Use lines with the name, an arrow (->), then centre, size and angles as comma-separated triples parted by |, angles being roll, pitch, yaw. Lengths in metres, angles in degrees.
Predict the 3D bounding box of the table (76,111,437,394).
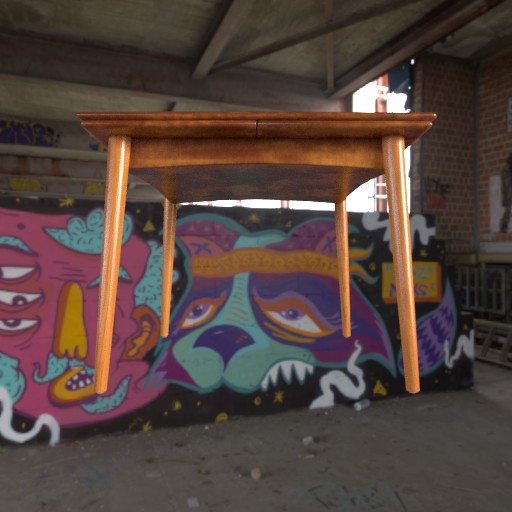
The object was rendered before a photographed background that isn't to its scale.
table -> 0.000, 0.000, 1.649 | 0.991, 0.754, 0.991 | 0, 0, 0
